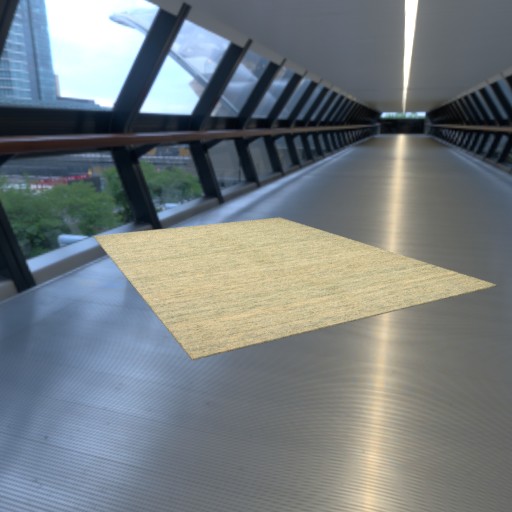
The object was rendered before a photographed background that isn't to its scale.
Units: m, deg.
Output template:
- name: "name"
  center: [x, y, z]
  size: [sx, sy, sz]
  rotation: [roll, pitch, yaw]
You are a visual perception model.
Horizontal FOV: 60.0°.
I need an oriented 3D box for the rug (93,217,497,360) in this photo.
- name: "rug"
  center: [0.000, 0.000, 4.166]
  size: [2.437, 0.014, 3.201]
  rotation: [-8, 17, -27]
